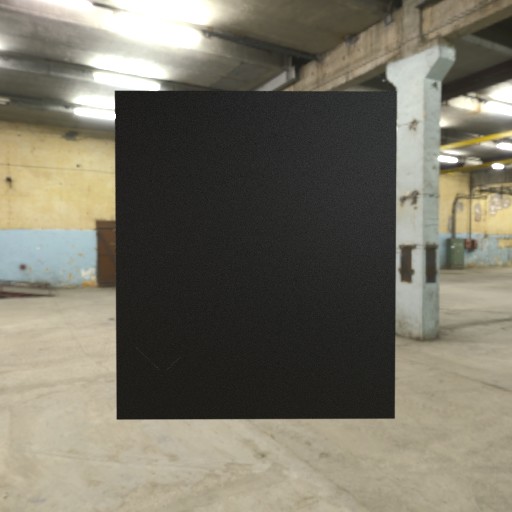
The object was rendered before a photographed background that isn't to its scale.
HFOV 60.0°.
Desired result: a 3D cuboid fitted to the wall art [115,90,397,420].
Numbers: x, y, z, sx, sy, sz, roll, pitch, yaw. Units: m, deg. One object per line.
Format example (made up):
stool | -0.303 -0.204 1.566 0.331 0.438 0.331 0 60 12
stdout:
wall art | 0.000 0.000 0.528 0.325 0.380 0.028 0 1 -1
